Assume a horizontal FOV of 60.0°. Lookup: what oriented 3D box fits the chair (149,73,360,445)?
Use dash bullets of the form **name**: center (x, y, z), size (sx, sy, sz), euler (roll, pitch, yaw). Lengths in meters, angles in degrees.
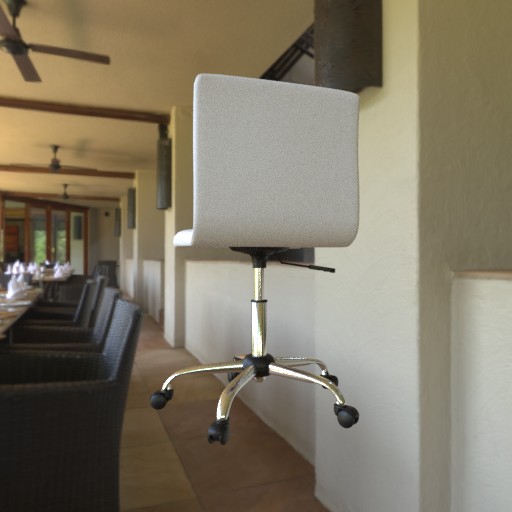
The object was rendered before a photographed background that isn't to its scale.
- **chair**: center (0.000, 0.000, 1.123), size (0.520, 0.750, 0.455), euler (0, 0, -18)
